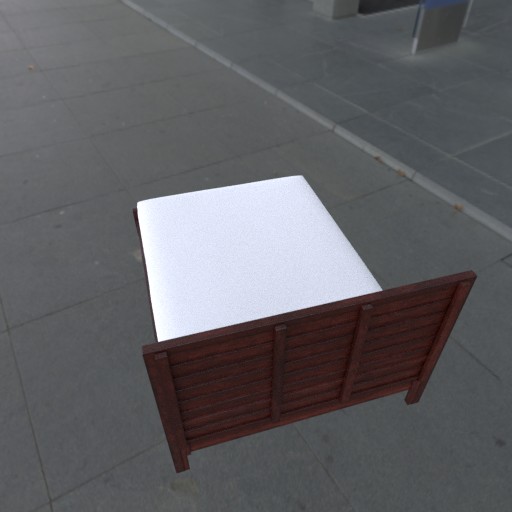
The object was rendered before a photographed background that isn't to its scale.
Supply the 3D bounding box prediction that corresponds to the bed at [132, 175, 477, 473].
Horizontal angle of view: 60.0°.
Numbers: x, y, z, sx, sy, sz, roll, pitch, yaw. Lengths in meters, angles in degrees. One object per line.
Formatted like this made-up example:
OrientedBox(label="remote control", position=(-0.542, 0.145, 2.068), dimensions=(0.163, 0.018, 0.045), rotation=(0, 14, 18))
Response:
OrientedBox(label="bed", position=(0.000, 0.000, 3.983), dimensions=(2.040, 1.492, 2.803), rotation=(-11, 43, -12))
